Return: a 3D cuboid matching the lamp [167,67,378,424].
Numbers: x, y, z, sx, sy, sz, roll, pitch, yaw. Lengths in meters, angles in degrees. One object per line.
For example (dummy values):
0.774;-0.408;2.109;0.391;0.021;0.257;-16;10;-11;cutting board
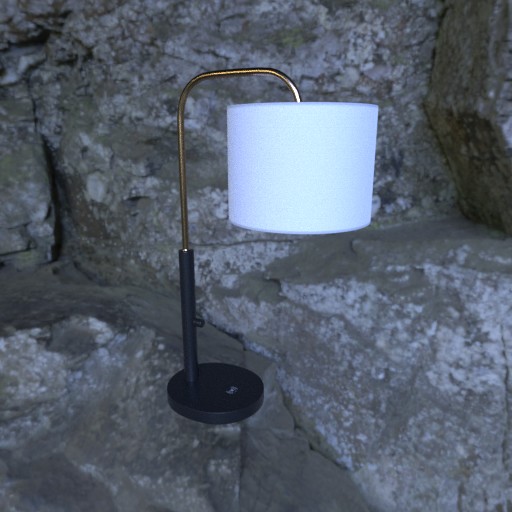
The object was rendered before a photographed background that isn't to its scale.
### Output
0.000;0.000;0.683;0.337;0.540;0.199;8;17;27;lamp
